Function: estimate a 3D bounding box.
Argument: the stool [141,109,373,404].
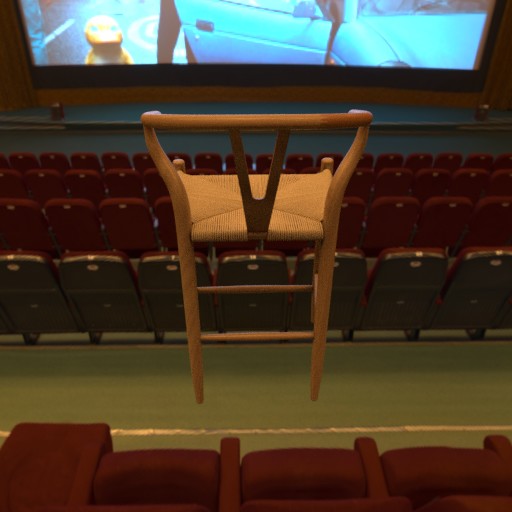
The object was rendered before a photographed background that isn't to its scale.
[{"bbox_3d":[0.000,0.000,1.293,0.536,0.923,0.575,-1,30,-2],"label":"stool"}]
